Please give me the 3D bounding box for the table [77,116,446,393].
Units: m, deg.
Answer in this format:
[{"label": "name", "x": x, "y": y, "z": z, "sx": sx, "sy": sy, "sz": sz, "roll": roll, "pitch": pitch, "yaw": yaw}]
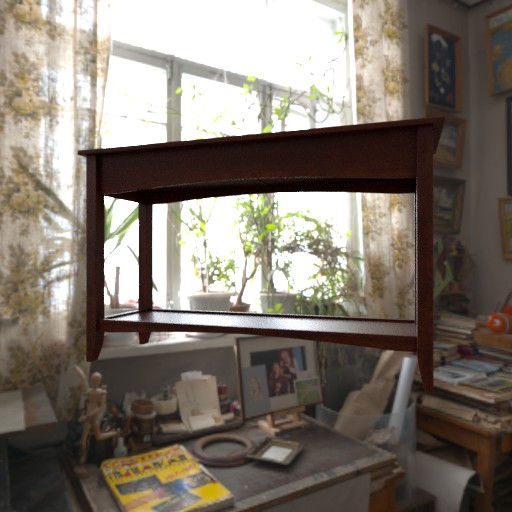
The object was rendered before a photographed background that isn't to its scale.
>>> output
[{"label": "table", "x": 0.000, "y": 0.000, "z": 1.543, "sx": 1.188, "sy": 0.739, "sz": 0.392, "roll": 0, "pitch": 0, "yaw": 19}]
